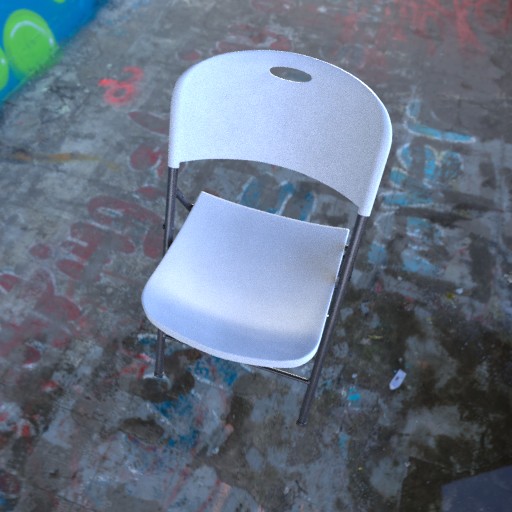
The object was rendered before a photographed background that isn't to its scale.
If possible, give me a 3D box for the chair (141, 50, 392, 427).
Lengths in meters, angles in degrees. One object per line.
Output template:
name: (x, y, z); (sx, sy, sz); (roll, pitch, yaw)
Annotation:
chair: (0.000, 0.000, 1.152); (0.494, 0.810, 0.566); (16, 59, 10)
